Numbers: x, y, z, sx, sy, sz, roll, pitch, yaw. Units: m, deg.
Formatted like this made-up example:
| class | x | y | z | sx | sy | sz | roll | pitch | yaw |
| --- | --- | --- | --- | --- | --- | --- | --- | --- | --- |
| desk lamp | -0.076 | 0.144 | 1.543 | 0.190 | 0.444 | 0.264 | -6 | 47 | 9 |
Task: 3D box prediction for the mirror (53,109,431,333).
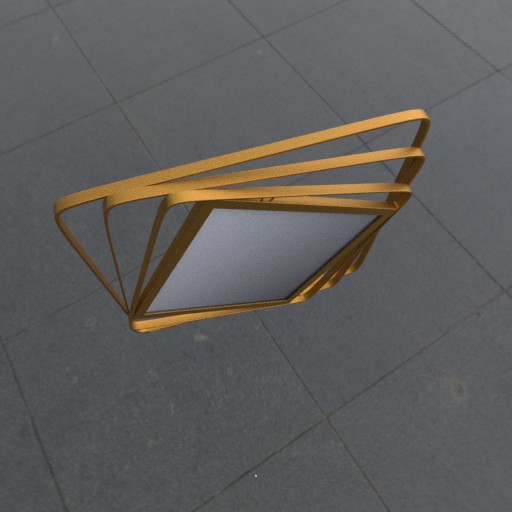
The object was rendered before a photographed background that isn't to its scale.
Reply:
| class | x | y | z | sx | sy | sz | roll | pitch | yaw |
| --- | --- | --- | --- | --- | --- | --- | --- | --- | --- |
| mirror | 0.000 | 0.000 | 0.703 | 0.470 | 0.468 | 0.045 | -16 | 65 | -8 |
